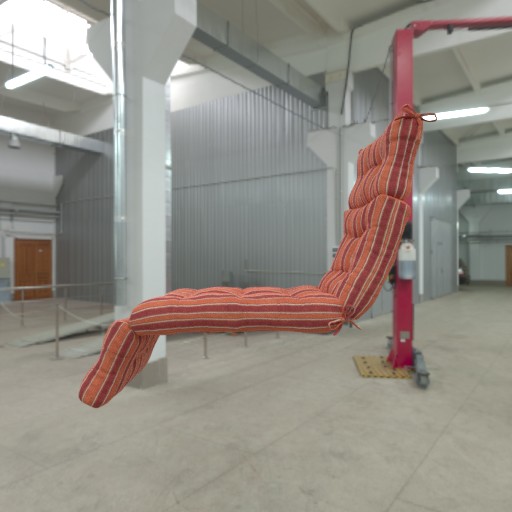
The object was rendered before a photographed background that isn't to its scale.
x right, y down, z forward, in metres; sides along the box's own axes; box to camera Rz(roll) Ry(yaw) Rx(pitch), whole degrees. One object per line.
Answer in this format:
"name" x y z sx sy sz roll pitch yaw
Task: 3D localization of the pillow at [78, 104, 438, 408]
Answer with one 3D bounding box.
"pillow" 0.000 0.000 1.479 1.016 0.863 0.526 0 0 0
